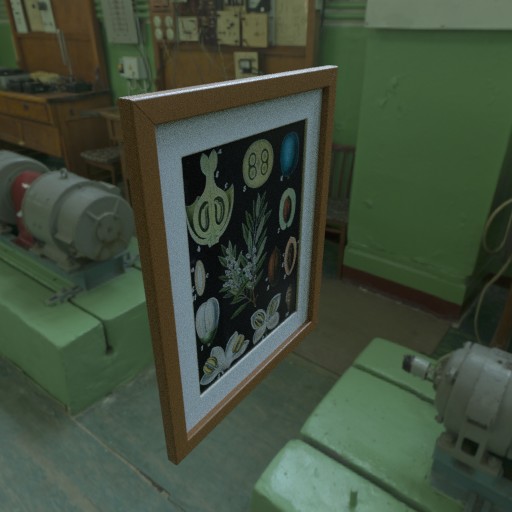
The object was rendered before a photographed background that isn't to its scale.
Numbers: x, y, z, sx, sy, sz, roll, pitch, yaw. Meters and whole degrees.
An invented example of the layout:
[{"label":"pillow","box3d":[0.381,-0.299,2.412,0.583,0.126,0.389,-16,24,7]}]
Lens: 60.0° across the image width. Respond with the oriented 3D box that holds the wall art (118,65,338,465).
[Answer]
[{"label":"wall art","box3d":[0.000,0.000,0.733,0.021,0.550,0.449,19,33,31]}]
